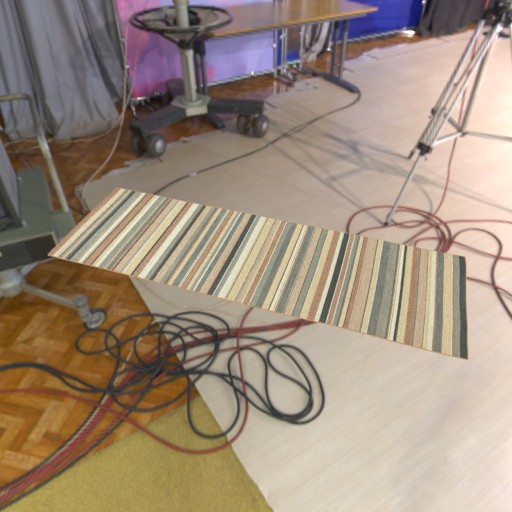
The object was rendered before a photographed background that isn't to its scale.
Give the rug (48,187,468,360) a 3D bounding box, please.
[{"bbox_3d":[0.000,0.000,2.716,2.444,0.010,0.799,13,43,14],"label":"rug"}]
